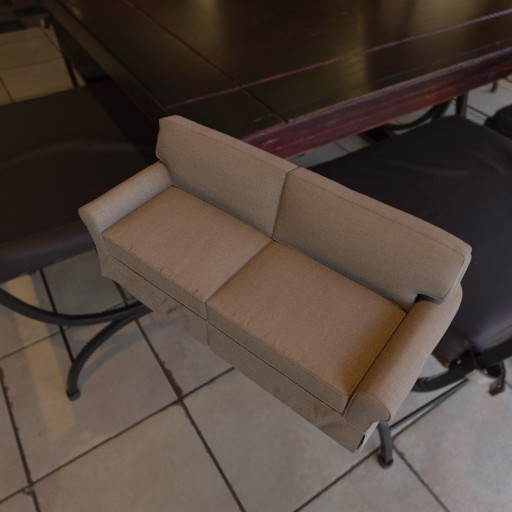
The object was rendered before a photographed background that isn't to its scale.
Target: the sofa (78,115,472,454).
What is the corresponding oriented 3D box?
[{"bbox_3d":[0.000,0.000,2.711,2.248,0.943,0.991,30,53,25],"label":"sofa"}]
